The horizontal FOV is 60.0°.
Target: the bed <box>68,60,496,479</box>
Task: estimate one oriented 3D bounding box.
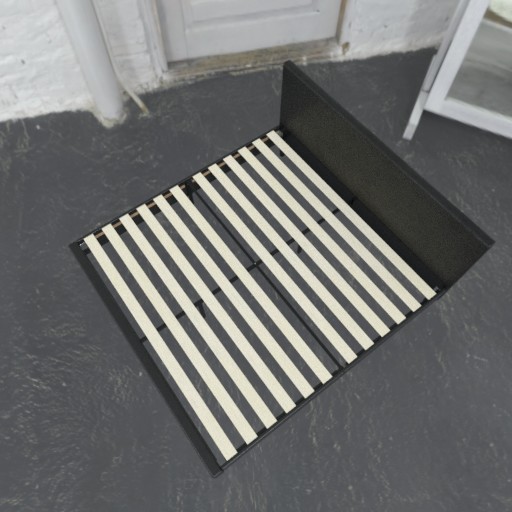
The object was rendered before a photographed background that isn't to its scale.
[{"bbox_3d":[0.000,0.000,3.232,2.152,1.046,2.018,-33,68,-16],"label":"bed"}]
